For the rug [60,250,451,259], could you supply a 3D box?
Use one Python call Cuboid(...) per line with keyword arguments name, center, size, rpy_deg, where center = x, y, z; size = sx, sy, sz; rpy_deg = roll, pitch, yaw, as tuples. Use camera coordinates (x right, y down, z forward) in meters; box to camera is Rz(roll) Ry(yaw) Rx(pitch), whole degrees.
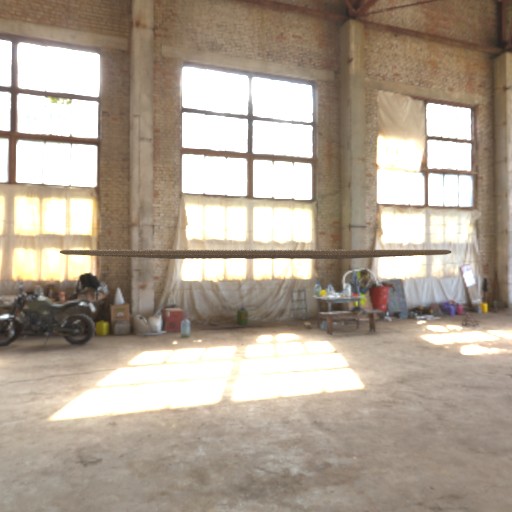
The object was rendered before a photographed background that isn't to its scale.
Cuboid(name="rug", center=(0.000, 0.000, 2.745), size=(1.525, 0.020, 2.081), rpy_deg=(0, -1, 0))
